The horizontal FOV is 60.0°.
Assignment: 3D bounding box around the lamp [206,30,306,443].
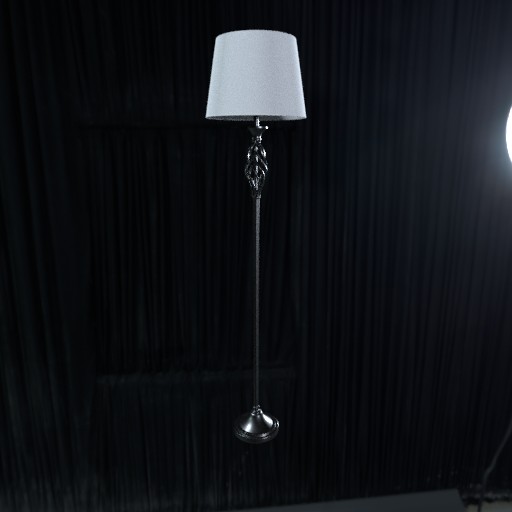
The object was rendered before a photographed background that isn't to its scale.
[{"bbox_3d":[0.000,0.000,1.813,0.379,1.623,0.379,0,14,0],"label":"lamp"}]
